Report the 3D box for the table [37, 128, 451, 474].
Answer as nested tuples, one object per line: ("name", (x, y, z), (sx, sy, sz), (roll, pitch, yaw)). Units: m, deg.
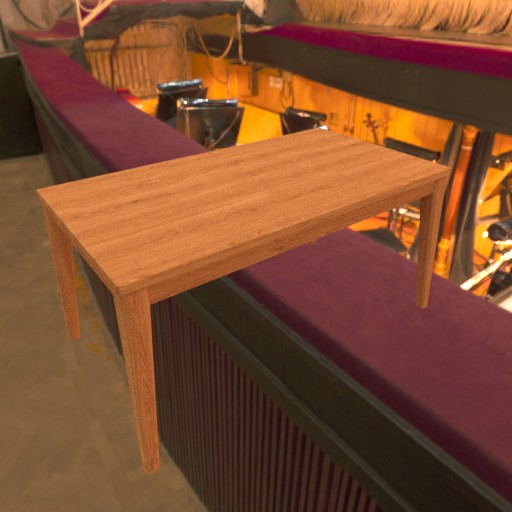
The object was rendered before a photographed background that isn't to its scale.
("table", (0.000, 0.000, 2.049), (1.600, 0.760, 0.900), (-21, 37, -31))
